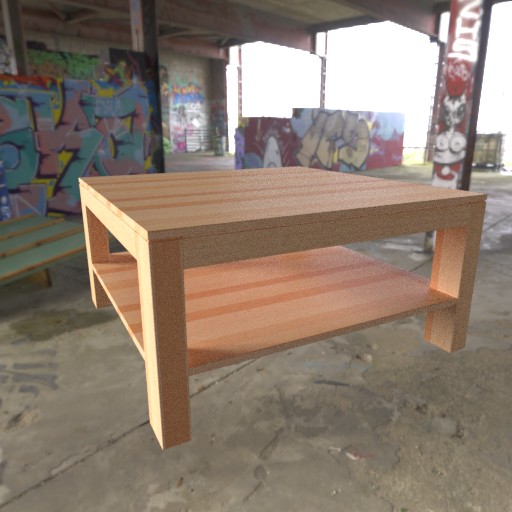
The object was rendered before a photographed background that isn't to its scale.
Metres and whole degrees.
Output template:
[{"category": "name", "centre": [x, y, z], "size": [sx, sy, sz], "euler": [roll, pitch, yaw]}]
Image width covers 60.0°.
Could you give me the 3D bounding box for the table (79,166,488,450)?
[{"category": "table", "centre": [0.000, 0.000, 1.406], "size": [0.900, 0.450, 0.900], "euler": [-9, 19, -27]}]
